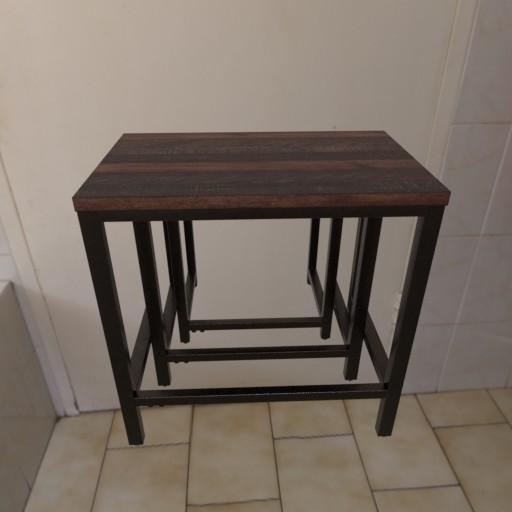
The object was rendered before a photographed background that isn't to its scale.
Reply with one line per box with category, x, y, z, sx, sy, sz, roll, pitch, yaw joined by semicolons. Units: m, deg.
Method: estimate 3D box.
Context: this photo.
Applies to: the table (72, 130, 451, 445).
table;0.000;0.000;1.147;0.608;0.616;0.660;-1;31;-2
